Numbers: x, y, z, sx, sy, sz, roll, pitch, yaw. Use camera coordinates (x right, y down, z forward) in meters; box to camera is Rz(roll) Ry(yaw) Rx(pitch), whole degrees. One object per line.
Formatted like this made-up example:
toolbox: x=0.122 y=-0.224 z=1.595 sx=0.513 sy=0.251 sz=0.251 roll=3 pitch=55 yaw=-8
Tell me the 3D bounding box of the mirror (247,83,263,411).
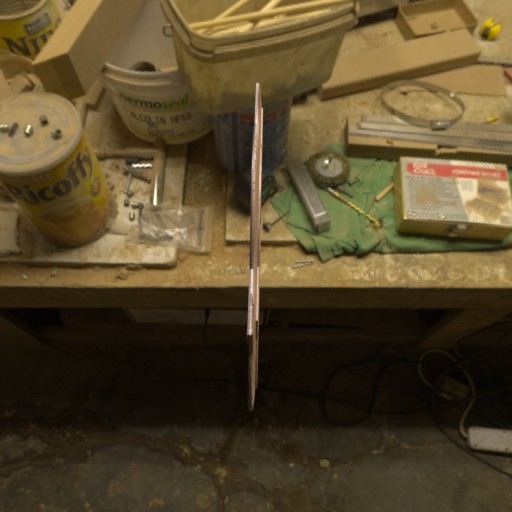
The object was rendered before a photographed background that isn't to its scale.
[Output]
mirror: x=0.000 y=0.000 z=1.062 sx=0.019 sy=0.686 sz=0.686 roll=1 pitch=64 yaw=1
